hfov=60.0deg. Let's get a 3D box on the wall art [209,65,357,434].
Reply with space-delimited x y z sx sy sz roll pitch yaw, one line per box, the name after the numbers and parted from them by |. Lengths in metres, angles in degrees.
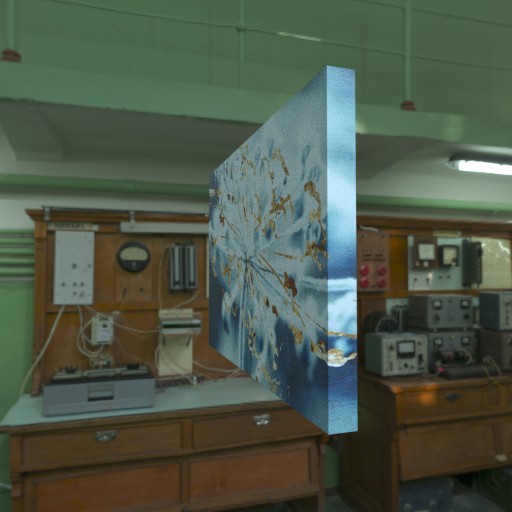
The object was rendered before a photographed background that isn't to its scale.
0.000 0.000 0.780 0.036 0.405 0.607 1 -2 -18 | wall art
